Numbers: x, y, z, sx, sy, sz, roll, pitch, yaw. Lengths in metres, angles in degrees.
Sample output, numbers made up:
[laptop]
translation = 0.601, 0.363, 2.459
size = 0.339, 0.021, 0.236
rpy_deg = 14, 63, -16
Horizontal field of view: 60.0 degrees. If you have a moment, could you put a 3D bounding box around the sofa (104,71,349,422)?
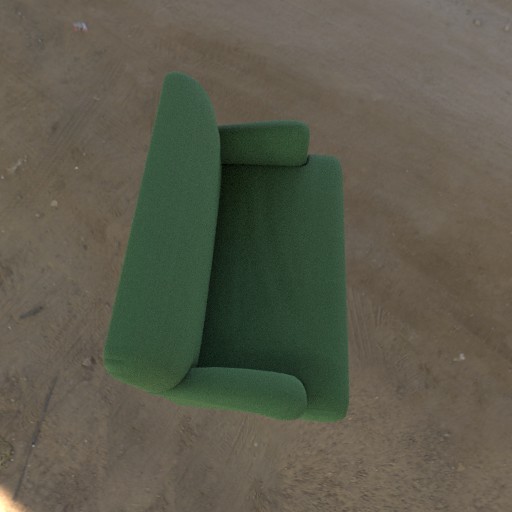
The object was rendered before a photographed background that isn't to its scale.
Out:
[sofa]
translation = 0.000, 0.000, 1.841
size = 0.779, 0.889, 1.297
rpy_deg = 3, 63, 2
